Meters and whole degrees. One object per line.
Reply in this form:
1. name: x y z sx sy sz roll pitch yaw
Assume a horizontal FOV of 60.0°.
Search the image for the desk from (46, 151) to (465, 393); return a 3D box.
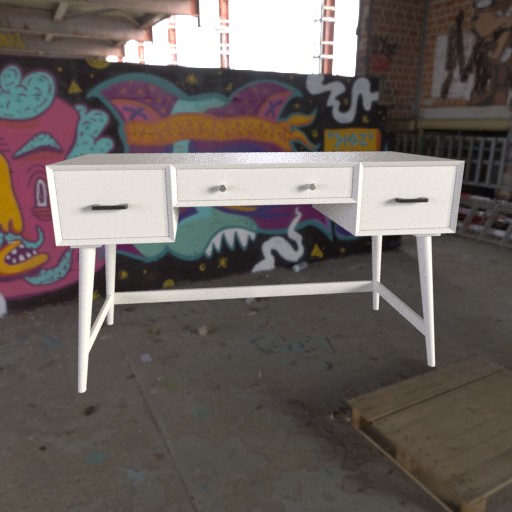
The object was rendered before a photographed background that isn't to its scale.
1. desk: 0.000 0.000 1.747 1.313 0.762 0.589 -2 17 -7
